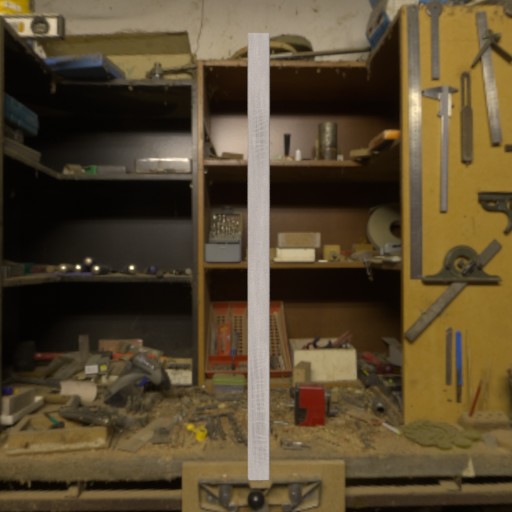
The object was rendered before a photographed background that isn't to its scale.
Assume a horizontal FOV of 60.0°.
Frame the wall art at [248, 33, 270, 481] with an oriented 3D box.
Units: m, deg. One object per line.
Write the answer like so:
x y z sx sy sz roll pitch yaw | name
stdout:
0.000 0.000 0.451 0.015 0.303 0.303 0 1 -1 | wall art
